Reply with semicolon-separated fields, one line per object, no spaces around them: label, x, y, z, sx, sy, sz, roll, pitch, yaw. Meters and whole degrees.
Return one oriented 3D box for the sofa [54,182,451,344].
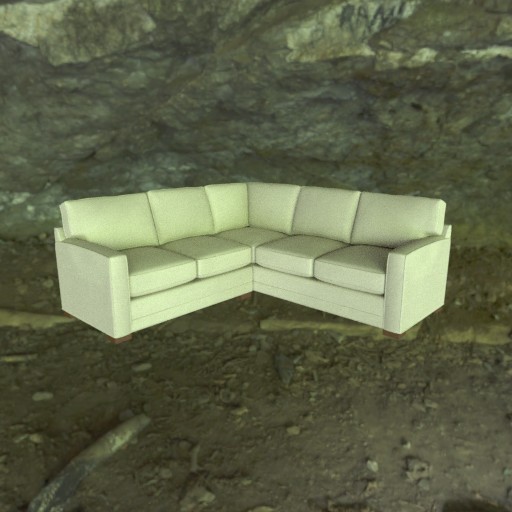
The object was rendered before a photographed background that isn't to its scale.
sofa;0.000;0.000;3.460;2.189;0.939;2.182;13;19;41
